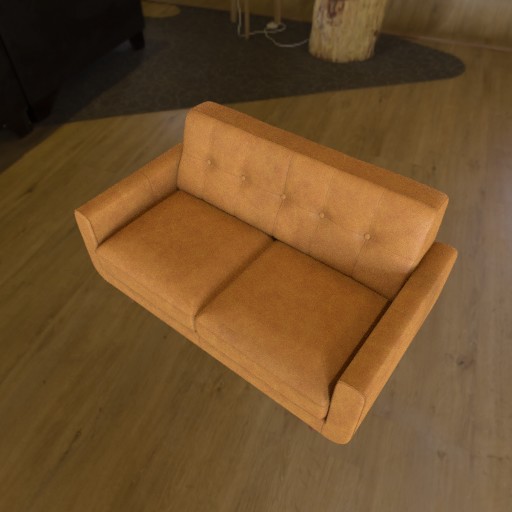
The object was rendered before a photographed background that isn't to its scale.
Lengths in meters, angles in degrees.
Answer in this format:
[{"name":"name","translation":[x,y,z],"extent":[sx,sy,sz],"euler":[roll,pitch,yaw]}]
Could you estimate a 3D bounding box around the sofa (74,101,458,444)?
[{"name":"sofa","translation":[0.000,0.000,2.247],"extent":[1.651,0.925,0.952],"euler":[29,53,25]}]
